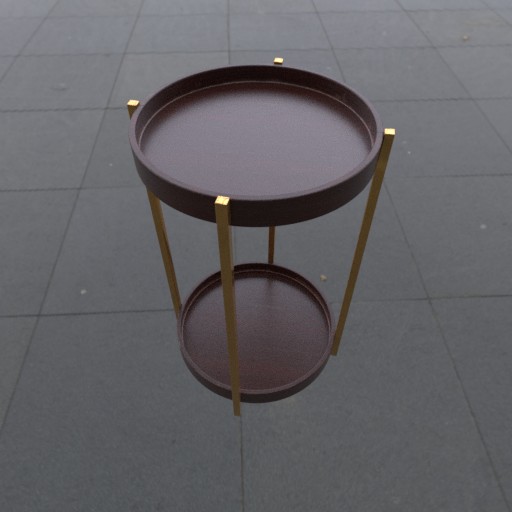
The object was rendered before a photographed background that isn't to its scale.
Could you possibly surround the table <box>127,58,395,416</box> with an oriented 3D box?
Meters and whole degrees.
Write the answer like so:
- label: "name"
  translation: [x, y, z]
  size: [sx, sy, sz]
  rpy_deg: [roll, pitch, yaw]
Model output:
- label: "table"
  translation: [0.000, 0.000, 0.876]
  size: [0.400, 0.610, 0.400]
  rpy_deg: [9, 48, 8]
